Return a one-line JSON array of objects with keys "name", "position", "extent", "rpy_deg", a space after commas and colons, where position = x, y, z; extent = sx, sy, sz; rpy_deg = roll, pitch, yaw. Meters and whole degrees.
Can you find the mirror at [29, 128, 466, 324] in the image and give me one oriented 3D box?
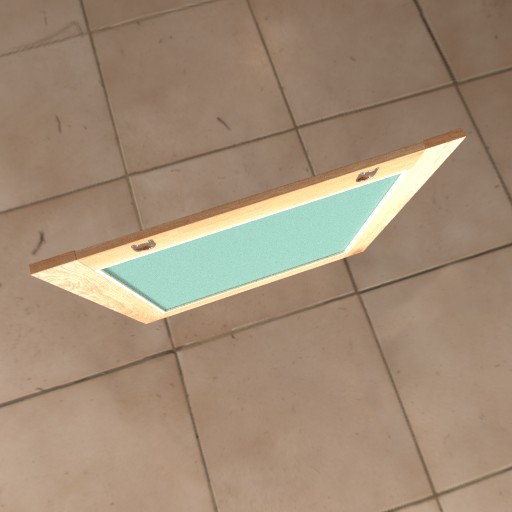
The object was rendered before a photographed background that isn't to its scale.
[{"name": "mirror", "position": [0.000, 0.000, 1.161], "extent": [0.800, 0.800, 0.020], "rpy_deg": [-18, 76, -5]}]
